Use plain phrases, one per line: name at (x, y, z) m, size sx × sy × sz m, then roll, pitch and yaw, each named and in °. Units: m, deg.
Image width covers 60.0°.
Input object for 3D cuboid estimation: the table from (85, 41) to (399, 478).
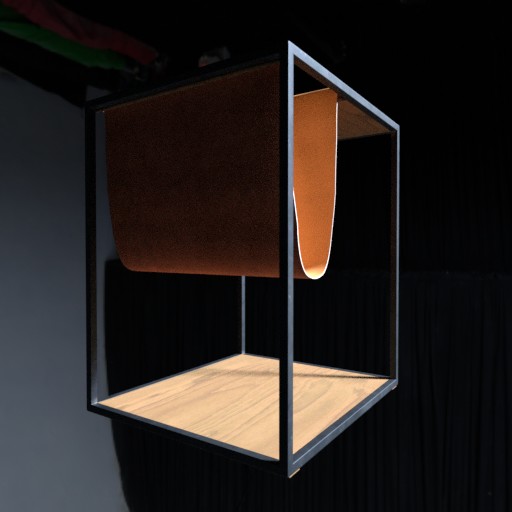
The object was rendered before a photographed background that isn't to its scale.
table at (0.000, 0.000, 0.832) m, size 0.399 × 0.536 × 0.450 m, roll 1°, pitch 1°, yaw 34°
